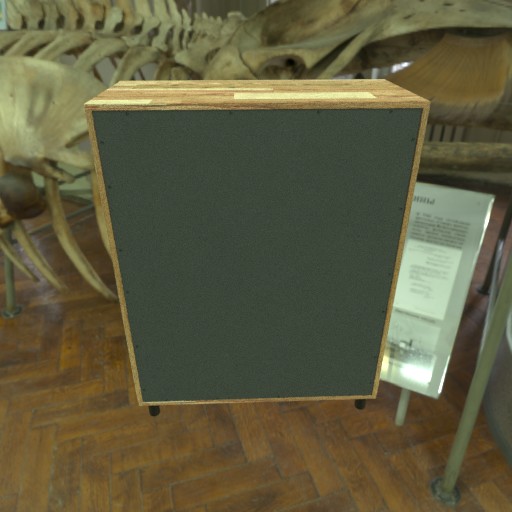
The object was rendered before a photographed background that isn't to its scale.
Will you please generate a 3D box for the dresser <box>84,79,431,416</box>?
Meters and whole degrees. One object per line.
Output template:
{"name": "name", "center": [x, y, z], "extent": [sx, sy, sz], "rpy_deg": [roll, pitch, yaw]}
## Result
{"name": "dresser", "center": [0.000, 0.000, 1.742], "extent": [0.966, 1.243, 0.480], "rpy_deg": [-1, 29, -2]}
